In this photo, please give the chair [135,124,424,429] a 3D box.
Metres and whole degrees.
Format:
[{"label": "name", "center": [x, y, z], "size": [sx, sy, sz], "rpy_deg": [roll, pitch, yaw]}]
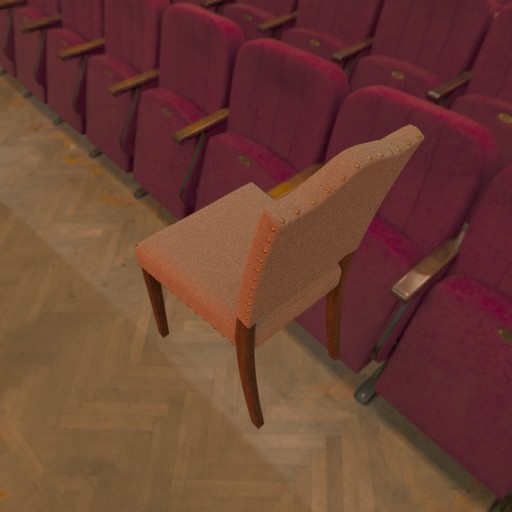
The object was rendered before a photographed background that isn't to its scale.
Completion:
[{"label": "chair", "center": [0.000, 0.000, 1.342], "size": [0.508, 1.020, 0.620], "rpy_deg": [-33, 55, -27]}]
